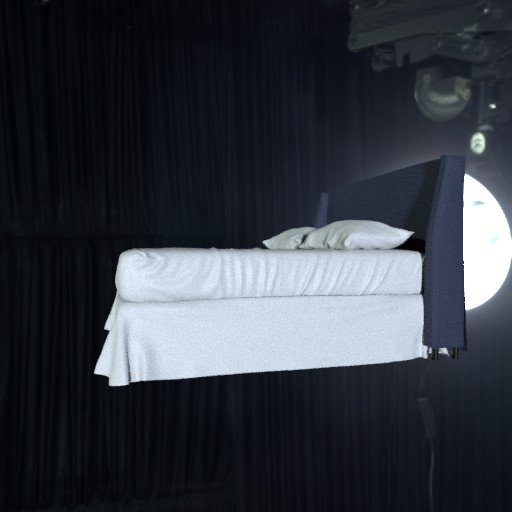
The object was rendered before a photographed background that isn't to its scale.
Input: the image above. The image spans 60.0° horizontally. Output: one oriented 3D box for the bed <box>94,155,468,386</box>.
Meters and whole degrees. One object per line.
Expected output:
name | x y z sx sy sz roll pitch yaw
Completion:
bed | 0.000 0.000 3.424 2.276 1.332 1.925 0 0 -17
